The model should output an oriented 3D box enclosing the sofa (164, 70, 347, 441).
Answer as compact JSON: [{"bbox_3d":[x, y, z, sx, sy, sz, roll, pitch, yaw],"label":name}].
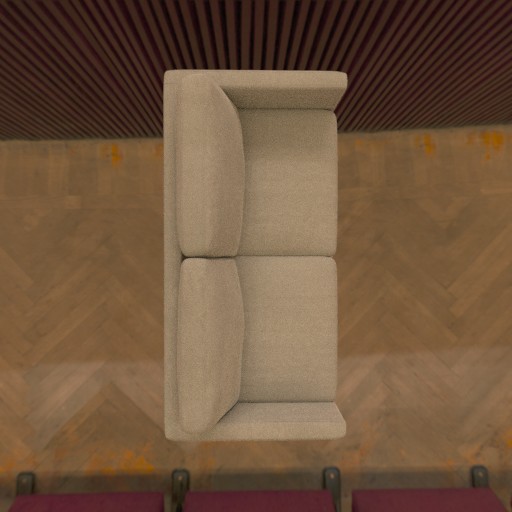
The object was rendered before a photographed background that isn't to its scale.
[{"bbox_3d":[0.000,0.000,2.497,0.950,0.963,1.884,0,91,-1],"label":"sofa"}]
